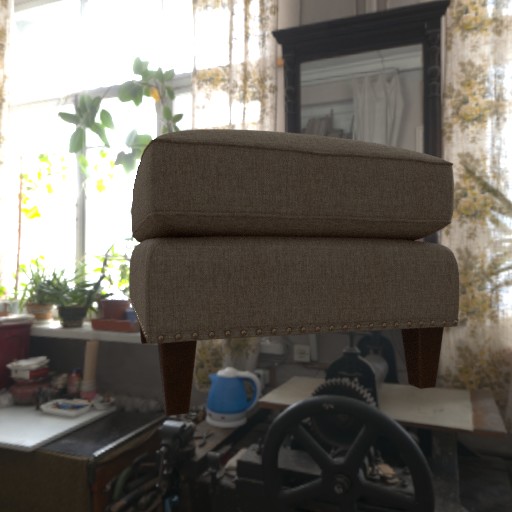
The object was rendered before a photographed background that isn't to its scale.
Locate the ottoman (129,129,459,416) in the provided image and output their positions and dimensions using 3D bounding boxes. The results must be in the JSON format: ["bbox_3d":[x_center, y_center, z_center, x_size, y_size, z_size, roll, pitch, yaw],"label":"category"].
[{"bbox_3d":[0.000,0.000,1.099,0.584,0.513,0.741,0,-1,-18],"label":"ottoman"}]
